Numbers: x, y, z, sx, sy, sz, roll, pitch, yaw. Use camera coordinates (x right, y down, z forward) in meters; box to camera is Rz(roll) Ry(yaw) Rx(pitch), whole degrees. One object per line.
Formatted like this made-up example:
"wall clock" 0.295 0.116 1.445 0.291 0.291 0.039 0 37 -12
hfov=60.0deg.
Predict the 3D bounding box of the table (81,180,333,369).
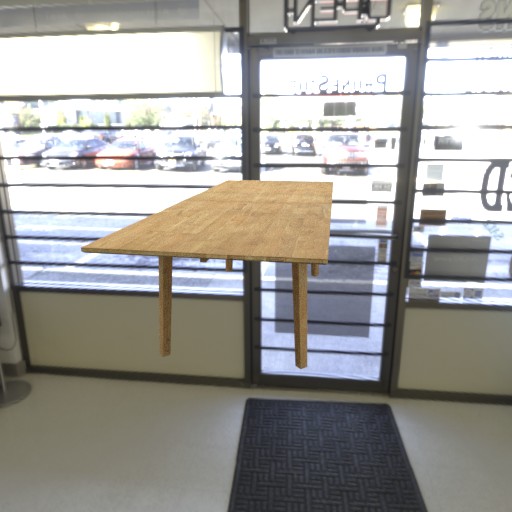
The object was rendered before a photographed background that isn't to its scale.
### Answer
"table" 0.000 0.000 3.068 1.000 0.752 2.603 3 16 10
